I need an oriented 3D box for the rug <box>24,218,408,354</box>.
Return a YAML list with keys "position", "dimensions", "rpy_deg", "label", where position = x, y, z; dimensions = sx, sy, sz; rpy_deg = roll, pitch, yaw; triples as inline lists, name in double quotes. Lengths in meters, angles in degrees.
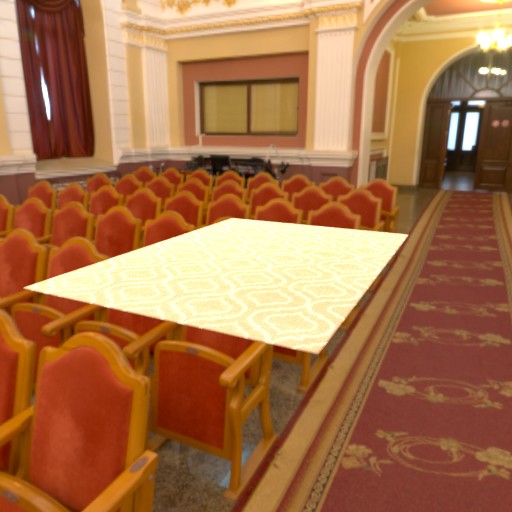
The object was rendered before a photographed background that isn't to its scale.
- position: [0.000, 0.000, 4.408]
  dimensions: [2.438, 0.010, 3.353]
  rpy_deg: [8, 17, 25]
  label: "rug"
